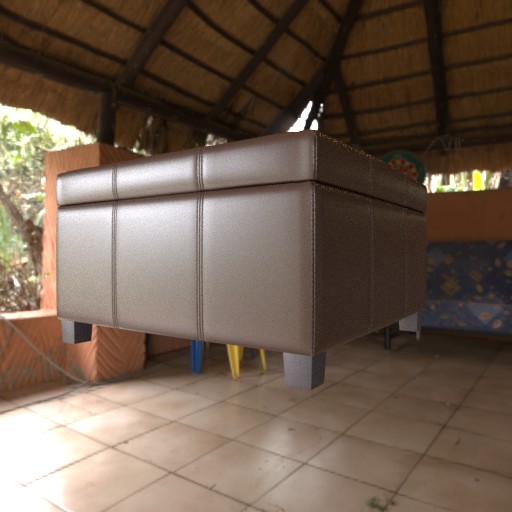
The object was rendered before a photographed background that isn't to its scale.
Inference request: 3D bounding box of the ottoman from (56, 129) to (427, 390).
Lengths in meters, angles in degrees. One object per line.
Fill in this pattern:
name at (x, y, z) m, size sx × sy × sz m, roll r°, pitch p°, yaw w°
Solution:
ottoman at (0.000, 0.000, 1.285) m, size 0.788 × 0.460 × 0.787 m, roll 0°, pitch 0°, yaw 34°
